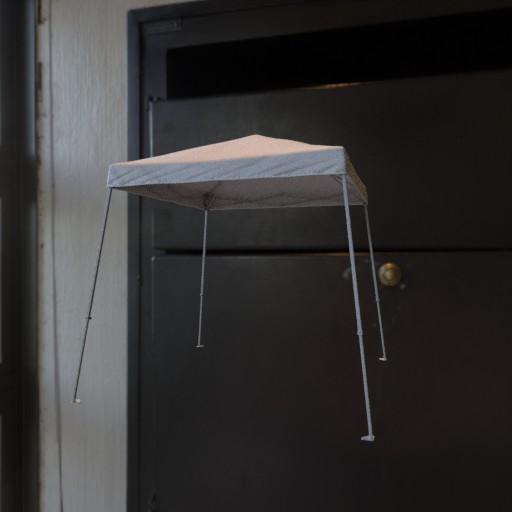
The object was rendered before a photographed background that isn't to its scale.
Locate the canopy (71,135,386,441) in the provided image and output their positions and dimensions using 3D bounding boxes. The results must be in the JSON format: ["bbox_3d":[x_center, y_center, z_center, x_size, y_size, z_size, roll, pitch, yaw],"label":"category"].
[{"bbox_3d":[0.000,0.000,5.213,2.849,2.849,2.848,0,0,18],"label":"canopy"}]
